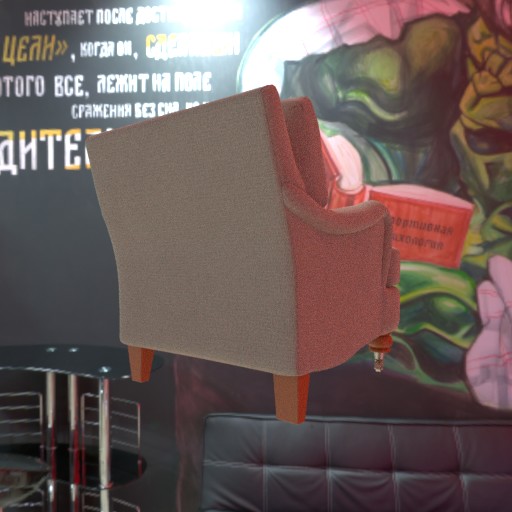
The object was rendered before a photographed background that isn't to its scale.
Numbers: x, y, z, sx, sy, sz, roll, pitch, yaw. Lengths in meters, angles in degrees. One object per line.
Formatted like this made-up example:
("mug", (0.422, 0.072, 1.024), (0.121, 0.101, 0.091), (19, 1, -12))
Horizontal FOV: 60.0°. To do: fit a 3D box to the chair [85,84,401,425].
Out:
("chair", (0.000, 0.000, 1.877), (0.955, 1.038, 1.070), (0, 0, 37))
